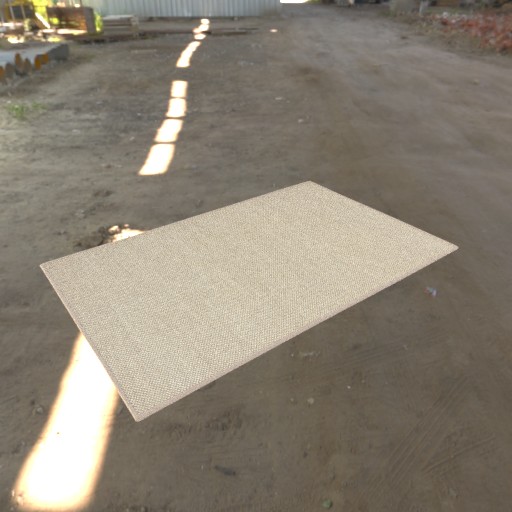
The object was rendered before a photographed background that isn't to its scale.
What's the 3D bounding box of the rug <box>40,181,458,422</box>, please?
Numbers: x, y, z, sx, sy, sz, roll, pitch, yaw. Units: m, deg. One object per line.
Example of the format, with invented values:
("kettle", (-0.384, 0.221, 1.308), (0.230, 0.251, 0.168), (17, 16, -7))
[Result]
("rug", (0.000, 0.000, 2.090), (1.676, 0.013, 1.067), (-22, 38, -31))
